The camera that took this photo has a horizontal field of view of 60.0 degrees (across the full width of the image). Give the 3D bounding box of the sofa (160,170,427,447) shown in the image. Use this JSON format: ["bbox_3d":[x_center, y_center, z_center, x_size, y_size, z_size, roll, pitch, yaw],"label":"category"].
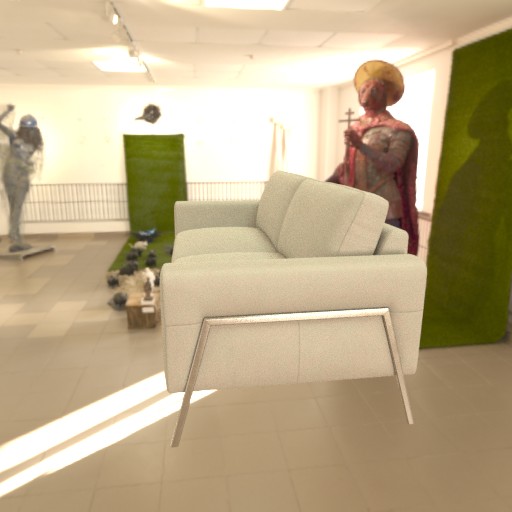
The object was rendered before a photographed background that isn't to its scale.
[{"bbox_3d":[0.000,0.000,2.502,0.953,0.875,2.017,-2,14,-8],"label":"sofa"}]
